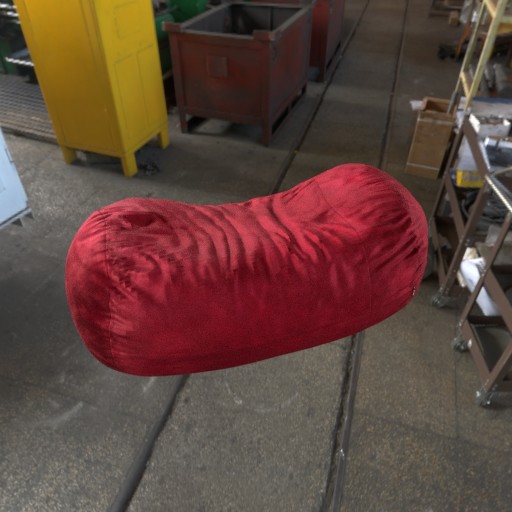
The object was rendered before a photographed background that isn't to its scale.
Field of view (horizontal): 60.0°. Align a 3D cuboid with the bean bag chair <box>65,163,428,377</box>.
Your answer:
[{"bbox_3d":[0.000,0.000,2.823,2.293,0.867,1.216,-11,42,-13],"label":"bean bag chair"}]
